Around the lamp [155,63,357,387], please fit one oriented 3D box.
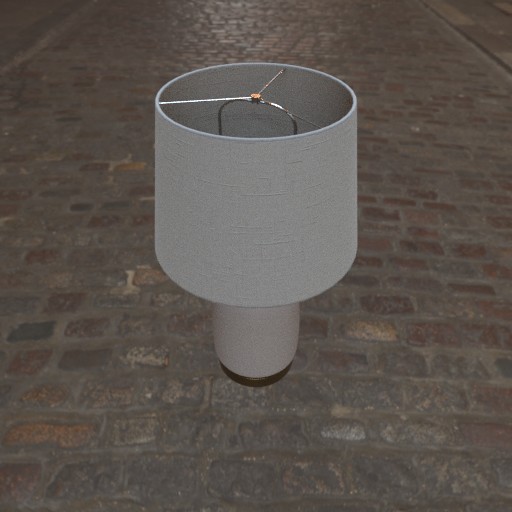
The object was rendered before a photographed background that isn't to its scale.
[{"bbox_3d":[0.000,0.000,0.660,0.285,0.483,0.285,0,41,0],"label":"lamp"}]
